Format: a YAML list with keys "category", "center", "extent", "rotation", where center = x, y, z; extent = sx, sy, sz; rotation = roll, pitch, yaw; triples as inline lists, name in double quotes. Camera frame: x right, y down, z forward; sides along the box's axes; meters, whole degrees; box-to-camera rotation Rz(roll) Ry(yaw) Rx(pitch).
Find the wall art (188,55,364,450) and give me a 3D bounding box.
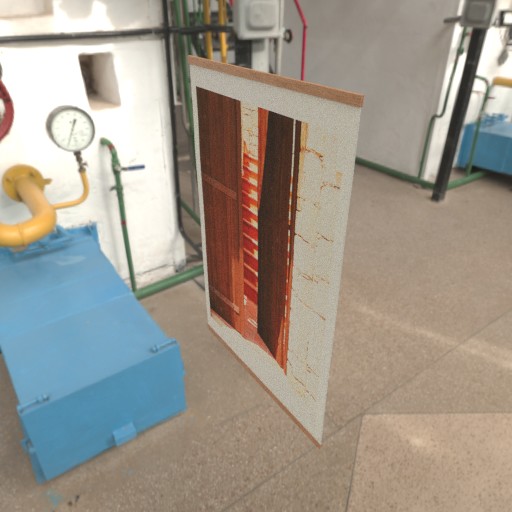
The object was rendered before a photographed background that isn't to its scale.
- category: "wall art"
  center: [0.000, 0.000, 1.954]
  extent: [0.019, 1.527, 1.019]
  rotation: [-20, 36, -29]
